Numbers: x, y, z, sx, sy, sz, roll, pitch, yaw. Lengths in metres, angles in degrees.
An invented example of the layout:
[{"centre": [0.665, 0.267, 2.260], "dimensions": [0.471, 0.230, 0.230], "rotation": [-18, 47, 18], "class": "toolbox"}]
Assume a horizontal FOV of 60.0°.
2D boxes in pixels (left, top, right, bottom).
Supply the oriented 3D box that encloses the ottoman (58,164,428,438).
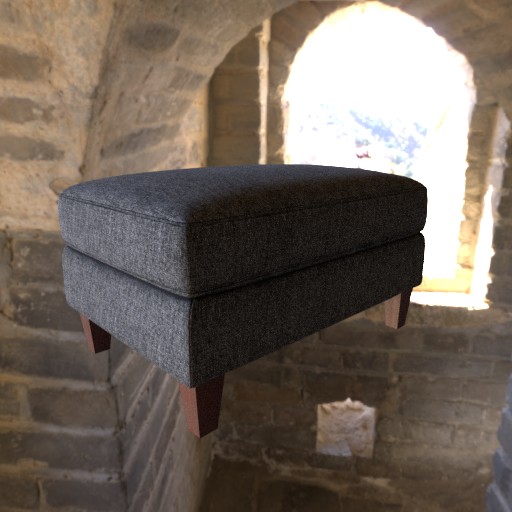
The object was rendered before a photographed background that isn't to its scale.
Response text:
[{"centre": [0.000, 0.000, 1.218], "dimensions": [0.864, 0.483, 0.584], "rotation": [-14, 20, -41], "class": "ottoman"}]
